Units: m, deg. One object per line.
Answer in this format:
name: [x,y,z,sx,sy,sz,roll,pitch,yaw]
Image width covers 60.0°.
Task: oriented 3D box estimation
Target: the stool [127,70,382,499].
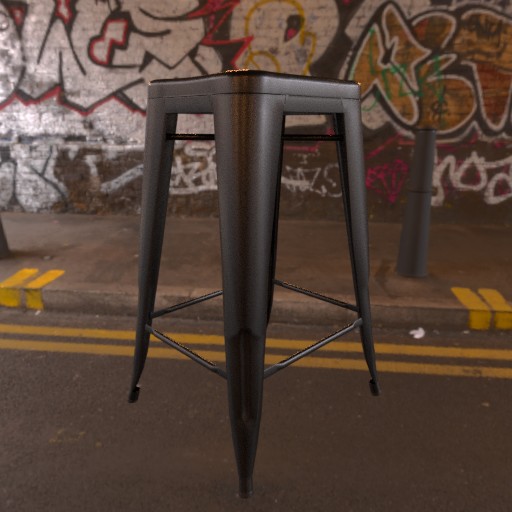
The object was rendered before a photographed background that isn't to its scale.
stool: [0.000,0.000,0.826,0.359,0.609,0.399,16,23,43]
